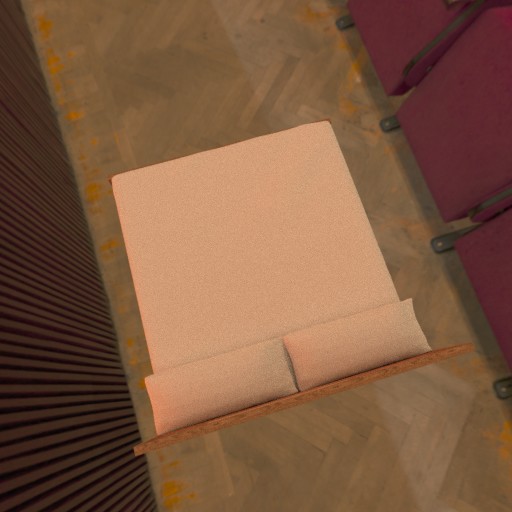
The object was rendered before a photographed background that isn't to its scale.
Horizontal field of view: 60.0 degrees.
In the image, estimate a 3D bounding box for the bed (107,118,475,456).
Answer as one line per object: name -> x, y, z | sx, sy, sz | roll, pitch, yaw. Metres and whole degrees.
bed -> 0.000, 0.000, 3.415 | 2.013, 1.295, 2.184 | -16, 74, -5
